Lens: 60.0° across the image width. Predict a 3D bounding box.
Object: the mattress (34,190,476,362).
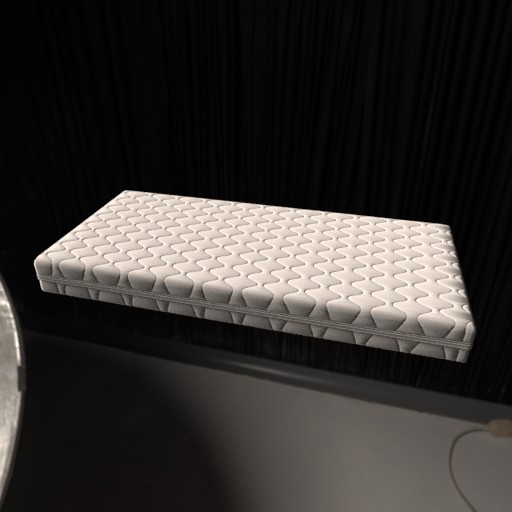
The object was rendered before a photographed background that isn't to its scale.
[{"bbox_3d":[0.000,0.000,2.331,2.000,0.200,0.900,8,32,12],"label":"mattress"}]
